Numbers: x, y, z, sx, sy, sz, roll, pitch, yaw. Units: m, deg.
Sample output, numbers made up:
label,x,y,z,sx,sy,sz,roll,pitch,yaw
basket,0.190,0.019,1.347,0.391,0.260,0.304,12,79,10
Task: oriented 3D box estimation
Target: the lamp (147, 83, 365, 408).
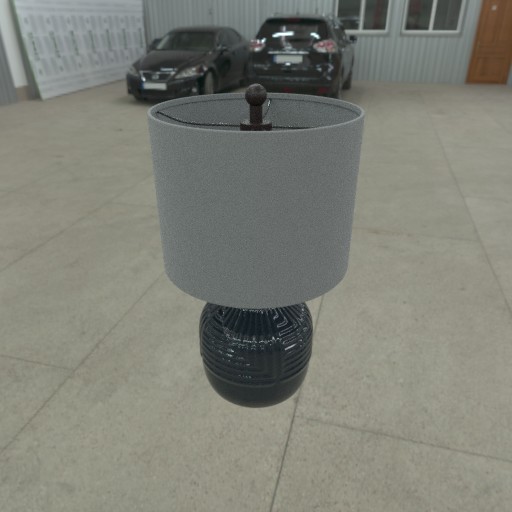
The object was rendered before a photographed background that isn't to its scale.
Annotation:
label,x,y,z,sx,sy,sz,roll,pitch,yaw
lamp,0.000,0.000,0.778,0.318,0.567,0.318,0,28,0
